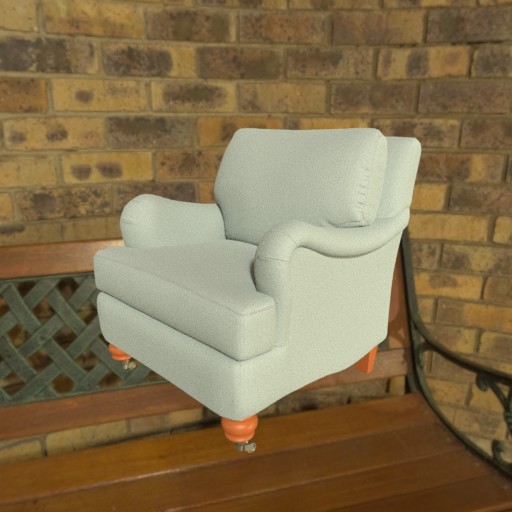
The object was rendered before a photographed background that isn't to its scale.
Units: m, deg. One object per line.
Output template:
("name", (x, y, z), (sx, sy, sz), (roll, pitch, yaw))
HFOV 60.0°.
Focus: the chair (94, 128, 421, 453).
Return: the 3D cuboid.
("chair", (0.000, 0.000, 1.870), (0.955, 1.038, 1.070), (15, 22, 42))
